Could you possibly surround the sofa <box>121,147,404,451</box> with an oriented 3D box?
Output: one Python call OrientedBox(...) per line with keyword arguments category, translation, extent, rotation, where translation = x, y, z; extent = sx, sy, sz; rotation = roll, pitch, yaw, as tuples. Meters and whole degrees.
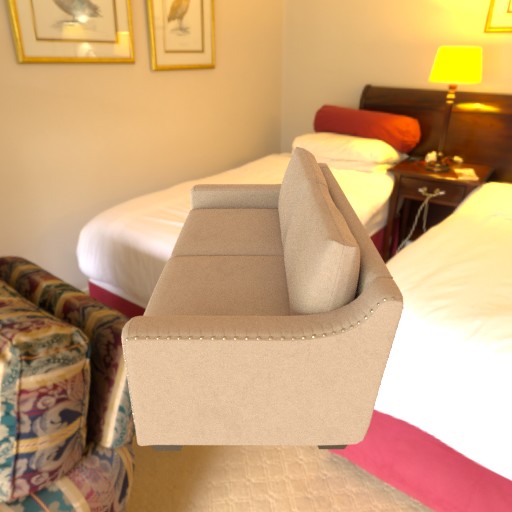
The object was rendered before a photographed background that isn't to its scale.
OrientedBox(category="sofa", translation=(0.000, 0.000, 2.518), extent=(1.030, 0.901, 1.967), rotation=(0, 25, 0))
